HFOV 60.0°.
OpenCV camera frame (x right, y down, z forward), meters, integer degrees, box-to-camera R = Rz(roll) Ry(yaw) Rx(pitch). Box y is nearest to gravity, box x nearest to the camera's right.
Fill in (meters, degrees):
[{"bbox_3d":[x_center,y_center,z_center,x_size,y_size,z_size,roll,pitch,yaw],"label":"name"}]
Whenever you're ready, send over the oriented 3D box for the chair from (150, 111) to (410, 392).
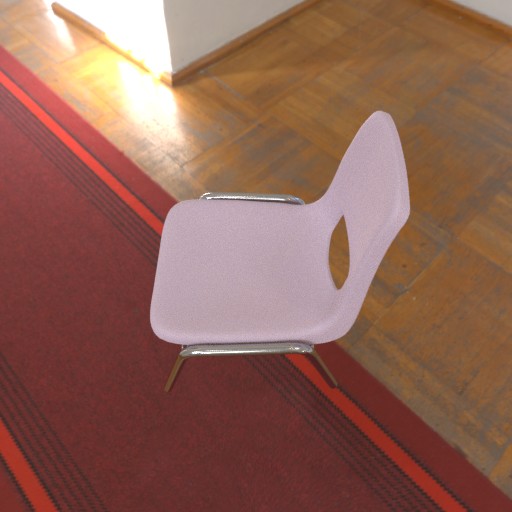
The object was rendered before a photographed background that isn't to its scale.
[{"bbox_3d":[0.000,0.000,0.805,0.385,0.536,0.354,1,58,0],"label":"chair"}]
